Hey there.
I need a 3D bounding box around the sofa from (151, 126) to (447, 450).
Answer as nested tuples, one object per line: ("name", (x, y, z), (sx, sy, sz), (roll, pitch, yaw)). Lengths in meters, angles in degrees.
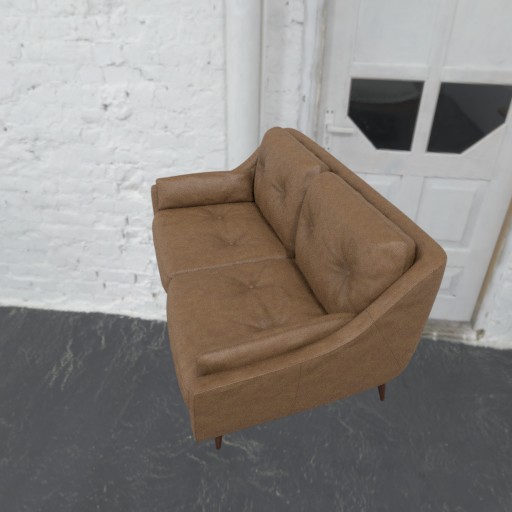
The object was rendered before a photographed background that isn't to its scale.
("sofa", (0.000, 0.000, 2.257), (0.981, 0.886, 1.731), (-9, 33, -13))
